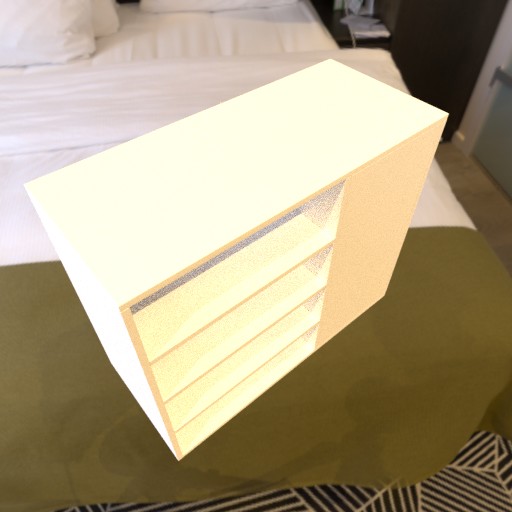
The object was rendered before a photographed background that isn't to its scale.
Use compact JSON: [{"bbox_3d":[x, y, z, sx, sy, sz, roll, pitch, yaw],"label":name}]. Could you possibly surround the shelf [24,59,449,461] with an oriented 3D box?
[{"bbox_3d":[0.000,0.000,1.259,0.895,0.732,0.396,-32,55,-26],"label":"shelf"}]
